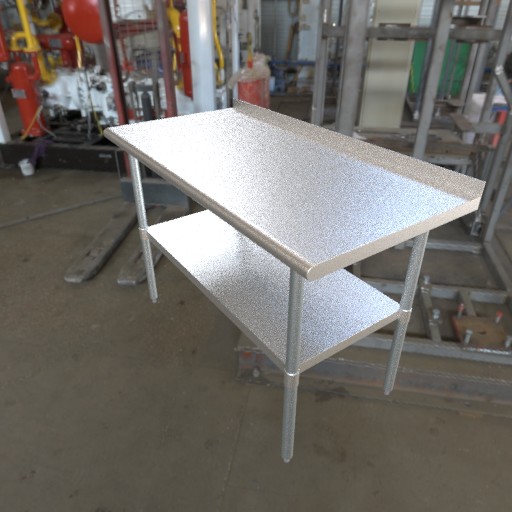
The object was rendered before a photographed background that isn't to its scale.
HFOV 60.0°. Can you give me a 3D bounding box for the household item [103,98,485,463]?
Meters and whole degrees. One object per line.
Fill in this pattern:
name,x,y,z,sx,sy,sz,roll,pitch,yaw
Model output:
household item,0.000,0.000,1.656,0.610,0.851,1.219,-20,37,-29
